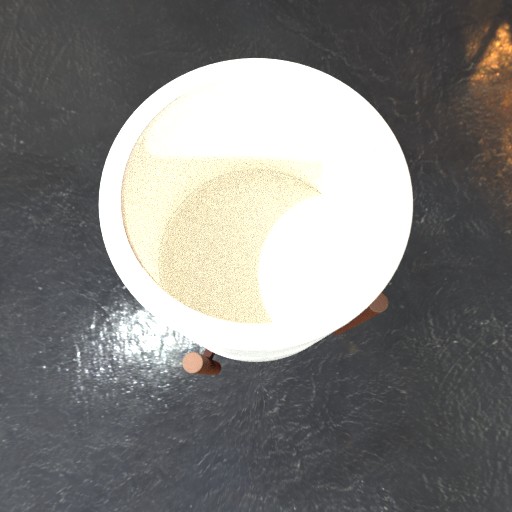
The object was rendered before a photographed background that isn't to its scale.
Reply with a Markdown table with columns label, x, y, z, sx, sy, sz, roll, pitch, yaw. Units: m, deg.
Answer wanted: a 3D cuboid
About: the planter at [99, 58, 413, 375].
| label | x | y | z | sx | sy | sz | roll | pitch | yaw |
| --- | --- | --- | --- | --- | --- | --- | --- | --- | --- |
| planter | 0.000 | 0.000 | 0.486 | 0.224 | 0.358 | 0.224 | -17 | 75 | -5 |
